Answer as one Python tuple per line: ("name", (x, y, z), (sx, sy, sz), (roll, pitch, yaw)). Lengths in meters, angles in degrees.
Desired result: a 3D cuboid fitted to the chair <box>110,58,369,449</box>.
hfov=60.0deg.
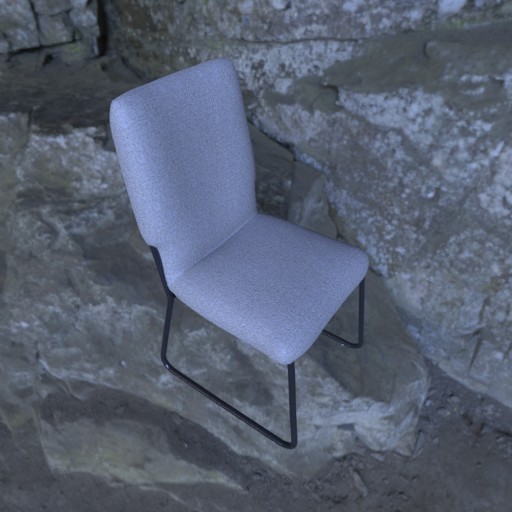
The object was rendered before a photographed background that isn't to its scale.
("chair", (0.000, 0.000, 1.195), (0.560, 0.864, 0.448), (24, 46, 26))
